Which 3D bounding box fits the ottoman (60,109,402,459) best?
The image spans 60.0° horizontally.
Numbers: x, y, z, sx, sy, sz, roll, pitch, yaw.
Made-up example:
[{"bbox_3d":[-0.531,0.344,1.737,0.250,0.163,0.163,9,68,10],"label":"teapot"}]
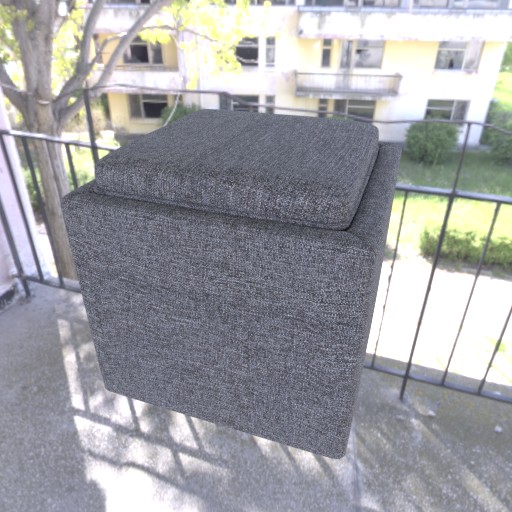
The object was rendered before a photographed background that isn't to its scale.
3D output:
[{"bbox_3d":[0.000,0.000,0.831,0.450,0.460,0.450,10,32,17],"label":"ottoman"}]
